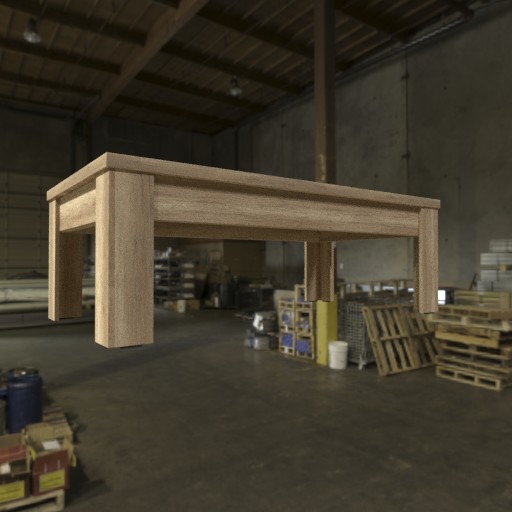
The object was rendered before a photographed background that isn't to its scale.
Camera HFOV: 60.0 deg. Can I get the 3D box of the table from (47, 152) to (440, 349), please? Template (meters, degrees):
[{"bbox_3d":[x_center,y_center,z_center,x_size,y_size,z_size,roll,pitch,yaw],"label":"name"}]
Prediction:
[{"bbox_3d":[0.000,0.000,1.699,1.350,0.460,0.700,1,-1,-36],"label":"table"}]
